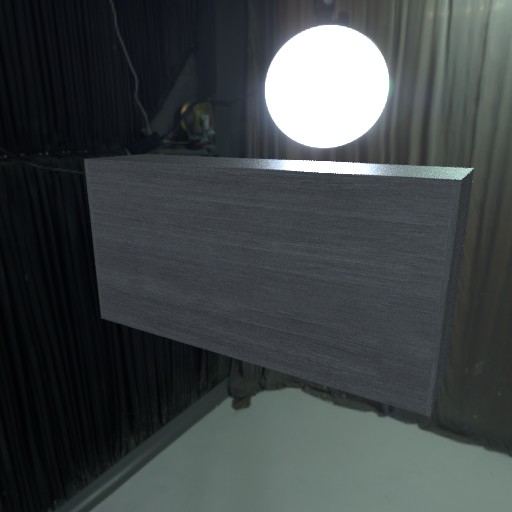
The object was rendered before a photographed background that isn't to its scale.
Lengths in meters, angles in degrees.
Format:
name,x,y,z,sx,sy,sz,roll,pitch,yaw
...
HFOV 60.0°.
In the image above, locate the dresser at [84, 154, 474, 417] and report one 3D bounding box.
name,x,y,z,sx,sy,sz,roll,pitch,yaw
dresser,0.000,0.000,1.929,1.590,0.795,0.400,9,19,29
